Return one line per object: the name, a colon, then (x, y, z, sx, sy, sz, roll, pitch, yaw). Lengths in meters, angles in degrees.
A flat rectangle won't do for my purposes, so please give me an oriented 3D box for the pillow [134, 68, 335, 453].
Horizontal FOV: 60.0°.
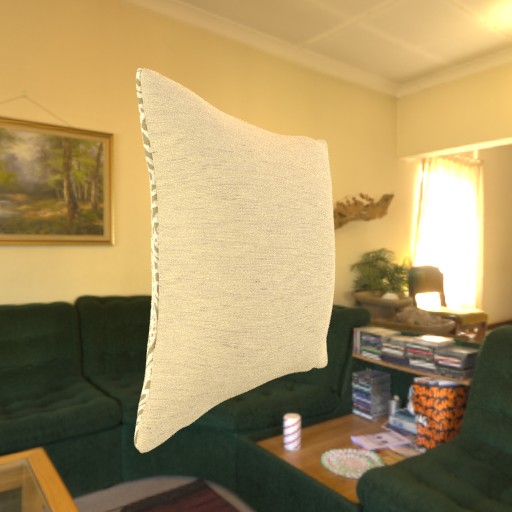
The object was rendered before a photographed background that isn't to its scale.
pillow: (0.000, 0.000, 0.650, 0.167, 0.421, 0.438, 1, 1, 36)
